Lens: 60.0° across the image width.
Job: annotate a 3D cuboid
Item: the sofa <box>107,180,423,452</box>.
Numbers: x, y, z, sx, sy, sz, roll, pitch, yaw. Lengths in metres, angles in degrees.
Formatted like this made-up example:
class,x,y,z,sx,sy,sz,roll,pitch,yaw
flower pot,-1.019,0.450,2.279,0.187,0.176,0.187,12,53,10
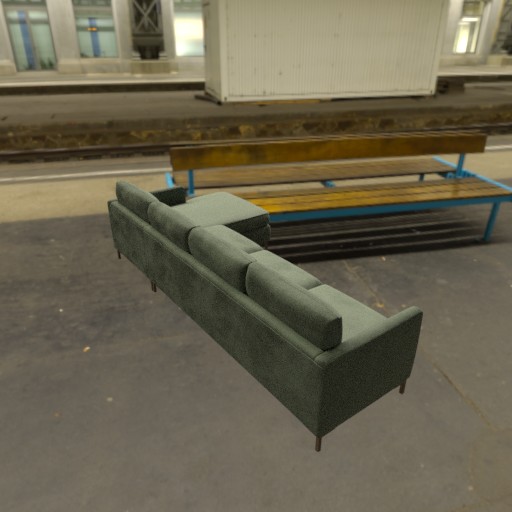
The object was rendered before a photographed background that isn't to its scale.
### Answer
class,x,y,z,sx,sy,sz,roll,pitch,yaw
sofa,0.000,0.000,3.303,1.255,0.756,2.725,-18,32,-32
